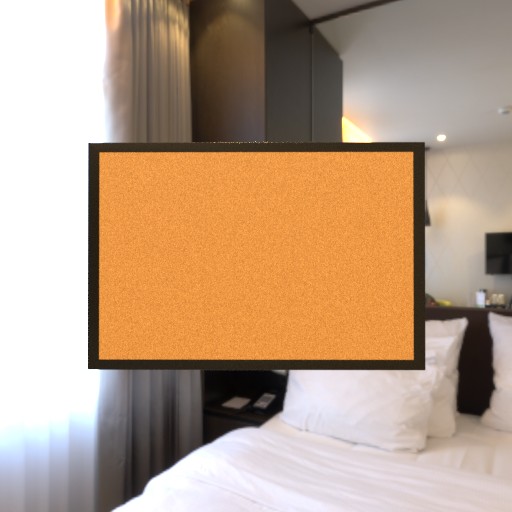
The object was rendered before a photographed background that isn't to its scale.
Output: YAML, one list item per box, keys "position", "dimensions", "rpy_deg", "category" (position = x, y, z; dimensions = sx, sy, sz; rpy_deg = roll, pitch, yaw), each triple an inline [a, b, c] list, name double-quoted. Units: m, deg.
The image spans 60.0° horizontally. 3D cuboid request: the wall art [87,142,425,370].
- position: [0.000, 0.000, 1.081]
  dimensions: [0.819, 0.552, 0.015]
  rpy_deg: [0, 0, 0]
  category: "wall art"
